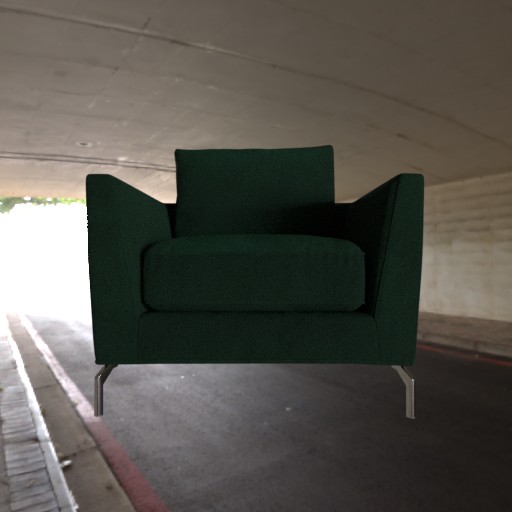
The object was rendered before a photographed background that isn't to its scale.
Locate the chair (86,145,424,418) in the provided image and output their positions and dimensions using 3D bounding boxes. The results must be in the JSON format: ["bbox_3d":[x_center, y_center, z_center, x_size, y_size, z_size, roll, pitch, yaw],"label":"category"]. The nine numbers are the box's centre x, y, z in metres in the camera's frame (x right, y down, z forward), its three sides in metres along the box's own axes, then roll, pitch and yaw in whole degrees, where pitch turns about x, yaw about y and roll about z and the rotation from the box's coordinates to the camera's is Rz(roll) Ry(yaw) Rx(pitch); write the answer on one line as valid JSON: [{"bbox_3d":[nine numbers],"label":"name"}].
[{"bbox_3d":[0.000,0.000,1.763,1.047,0.997,0.852,0,0,1],"label":"chair"}]
